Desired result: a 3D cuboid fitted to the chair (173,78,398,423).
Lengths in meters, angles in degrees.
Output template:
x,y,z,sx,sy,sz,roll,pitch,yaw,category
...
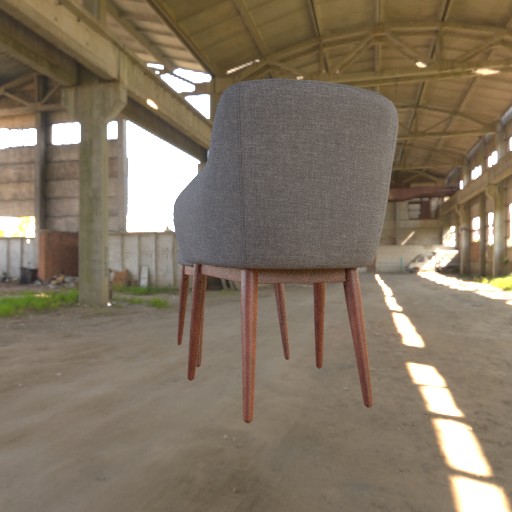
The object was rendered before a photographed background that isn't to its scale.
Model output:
x,y,z,sx,sy,sz,roll,pitch,yaw,category
0.000,0.000,1.522,0.584,0.799,1.107,0,0,-19,chair
